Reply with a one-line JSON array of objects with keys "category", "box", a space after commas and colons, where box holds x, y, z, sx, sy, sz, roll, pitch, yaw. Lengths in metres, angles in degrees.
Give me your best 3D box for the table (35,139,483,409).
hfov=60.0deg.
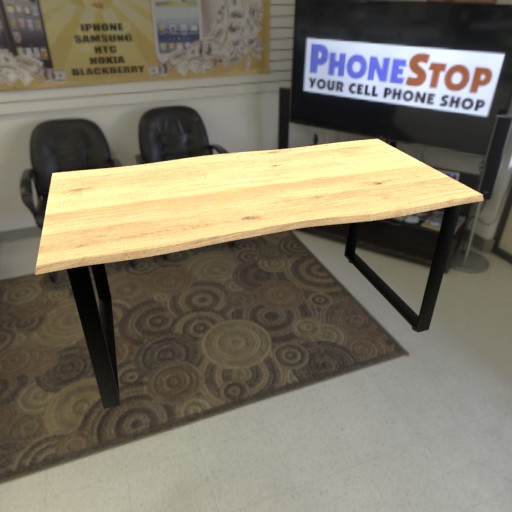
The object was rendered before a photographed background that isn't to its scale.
[{"category": "table", "box": [0.000, 0.000, 2.229, 1.800, 0.780, 0.900, -10, 33, -15]}]
